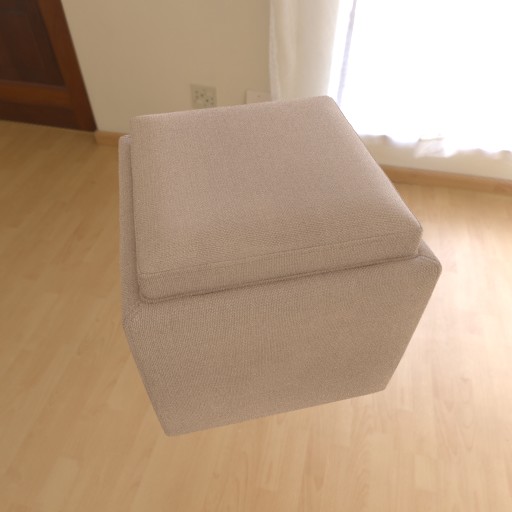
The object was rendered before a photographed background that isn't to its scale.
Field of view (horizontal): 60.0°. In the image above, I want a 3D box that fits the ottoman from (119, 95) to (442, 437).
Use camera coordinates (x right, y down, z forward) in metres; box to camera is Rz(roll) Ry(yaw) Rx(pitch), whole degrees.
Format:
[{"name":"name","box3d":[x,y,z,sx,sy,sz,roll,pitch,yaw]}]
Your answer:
[{"name":"ottoman","box3d":[0.000,0.000,0.833,0.450,0.460,0.451,-9,47,-9]}]
